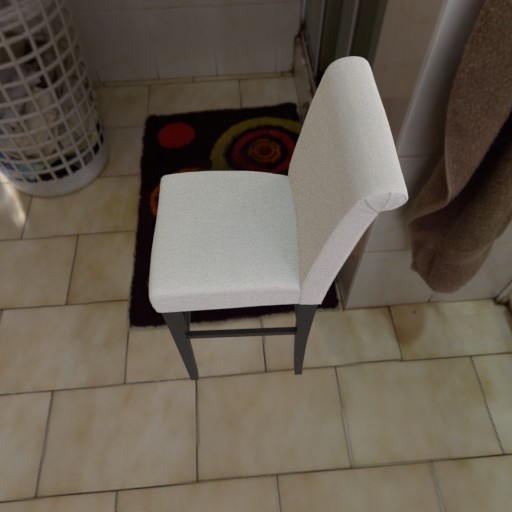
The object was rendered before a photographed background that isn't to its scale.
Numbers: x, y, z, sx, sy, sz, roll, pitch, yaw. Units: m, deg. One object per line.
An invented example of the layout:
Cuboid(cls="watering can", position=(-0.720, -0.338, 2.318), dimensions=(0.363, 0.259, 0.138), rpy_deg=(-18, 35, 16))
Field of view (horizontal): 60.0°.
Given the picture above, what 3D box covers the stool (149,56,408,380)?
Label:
Cuboid(cls="stool", position=(0.000, 0.000, 1.442), dimensions=(0.597, 1.124, 0.452), rpy_deg=(-2, 57, -1))
